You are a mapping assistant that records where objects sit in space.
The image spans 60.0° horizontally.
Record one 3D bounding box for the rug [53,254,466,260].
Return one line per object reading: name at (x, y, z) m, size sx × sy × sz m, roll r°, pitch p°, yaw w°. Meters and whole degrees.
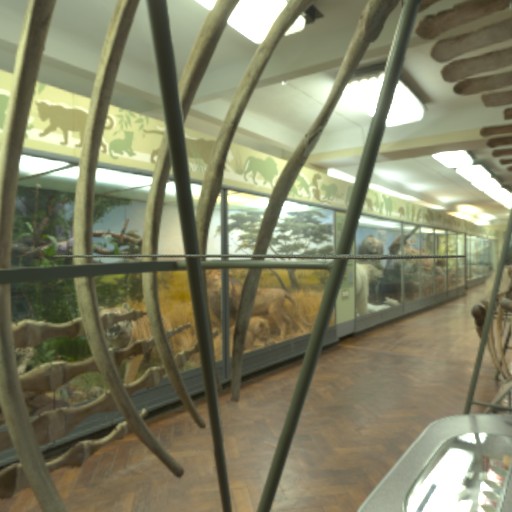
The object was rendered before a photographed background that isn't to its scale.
rug at (0.000, 0.000, 2.351) m, size 1.830 × 0.016 × 1.224 m, roll 0°, pitch 0°, yaw 36°
